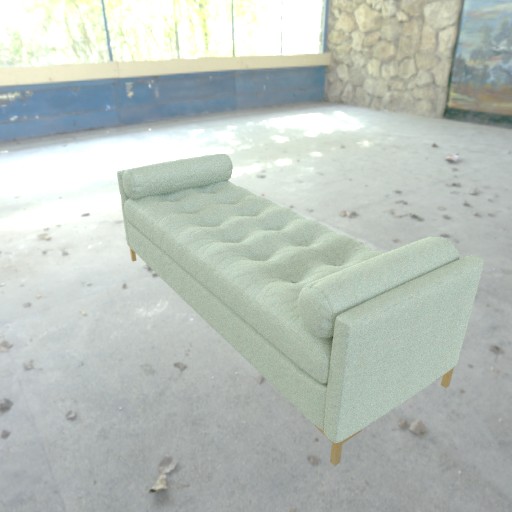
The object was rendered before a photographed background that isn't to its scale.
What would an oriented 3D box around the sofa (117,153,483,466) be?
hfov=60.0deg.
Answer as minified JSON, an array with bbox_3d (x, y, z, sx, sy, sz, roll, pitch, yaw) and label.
[{"bbox_3d":[0.000,0.000,2.449,0.796,0.705,2.102,-18,32,-31],"label":"sofa"}]
